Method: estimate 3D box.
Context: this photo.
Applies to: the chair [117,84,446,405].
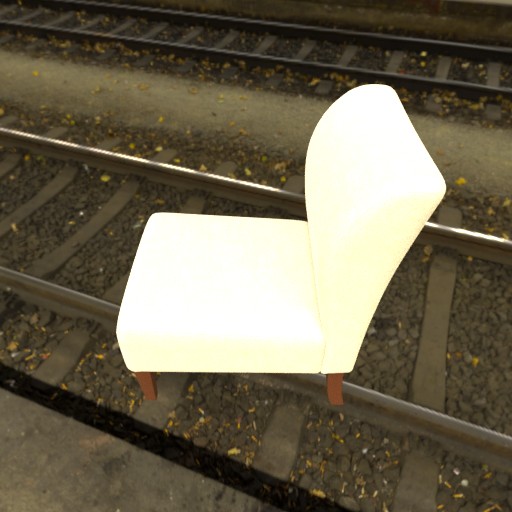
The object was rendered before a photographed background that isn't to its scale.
[{"bbox_3d":[0.000,0.000,1.308,0.754,0.833,0.521,0,42,0],"label":"chair"}]
